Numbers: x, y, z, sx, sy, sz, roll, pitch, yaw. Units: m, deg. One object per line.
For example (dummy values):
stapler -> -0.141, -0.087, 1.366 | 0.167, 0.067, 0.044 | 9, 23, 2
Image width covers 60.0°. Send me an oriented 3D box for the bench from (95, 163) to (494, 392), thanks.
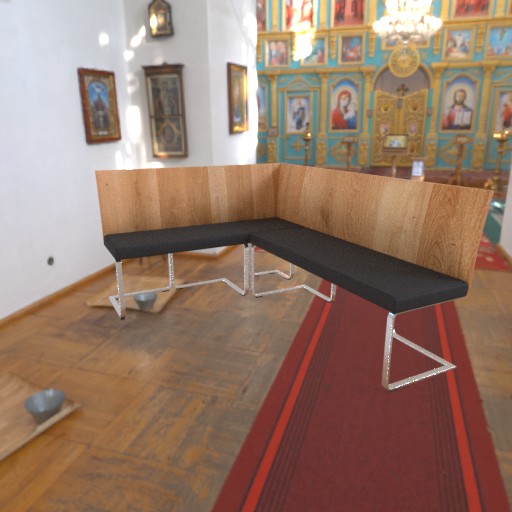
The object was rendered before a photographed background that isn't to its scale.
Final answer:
bench -> 0.000, 0.000, 2.693 | 1.495, 0.930, 1.945 | -8, 18, -26
